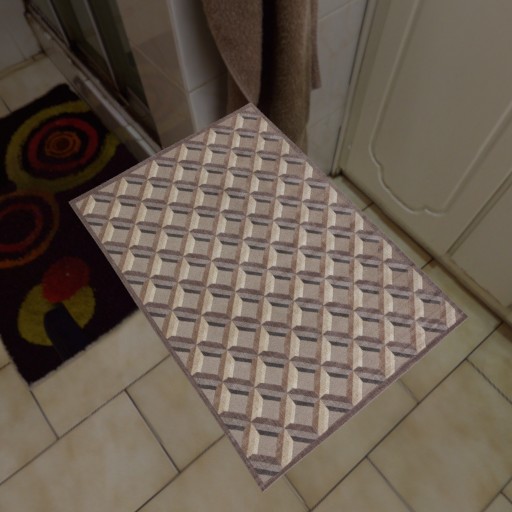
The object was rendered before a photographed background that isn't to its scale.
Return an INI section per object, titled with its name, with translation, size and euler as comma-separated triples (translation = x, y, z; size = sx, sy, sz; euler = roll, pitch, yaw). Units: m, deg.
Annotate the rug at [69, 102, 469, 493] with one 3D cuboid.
[rug]
translation = 0.000, 0.000, 2.923
size = 1.600, 0.013, 2.260
euler = -34, 68, -16
